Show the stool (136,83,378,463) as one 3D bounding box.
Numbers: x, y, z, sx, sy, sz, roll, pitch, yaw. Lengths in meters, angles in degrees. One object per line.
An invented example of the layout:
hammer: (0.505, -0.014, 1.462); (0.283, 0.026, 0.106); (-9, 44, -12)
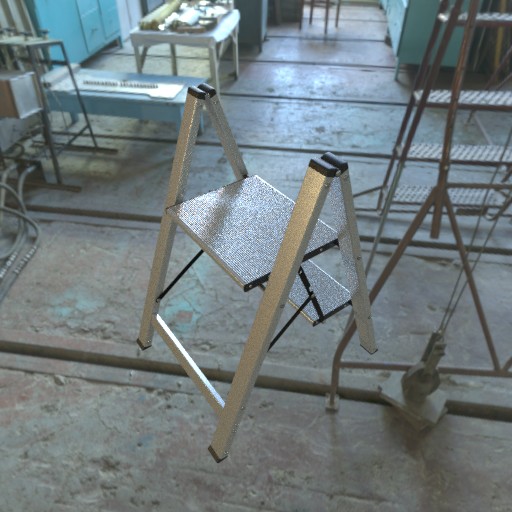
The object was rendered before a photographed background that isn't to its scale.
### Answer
stool: (0.000, 0.000, 1.037); (0.535, 0.670, 0.440); (-26, 47, -27)
